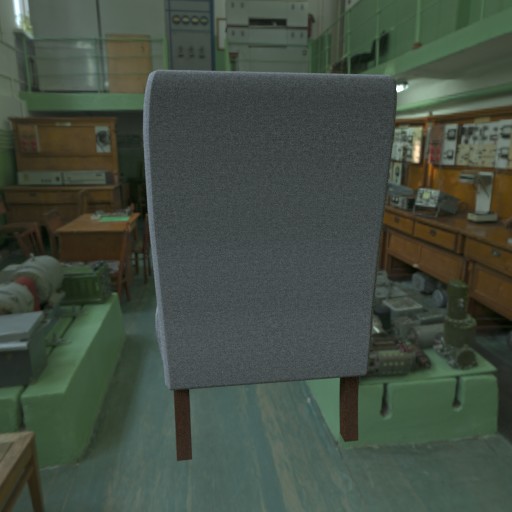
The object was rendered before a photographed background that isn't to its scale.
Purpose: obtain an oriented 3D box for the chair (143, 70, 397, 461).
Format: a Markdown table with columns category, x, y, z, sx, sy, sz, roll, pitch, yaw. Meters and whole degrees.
| category | x | y | z | sx | sy | sz | roll | pitch | yaw |
| --- | --- | --- | --- | --- | --- | --- | --- | --- | --- |
| chair | 0.000 | 0.000 | 1.145 | 0.513 | 0.804 | 0.592 | -2 | 14 | -9 |
